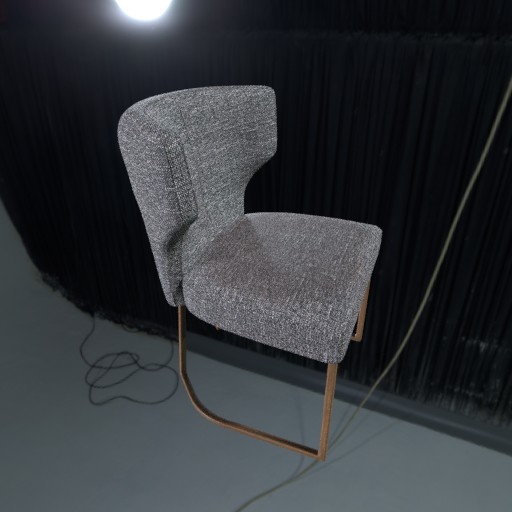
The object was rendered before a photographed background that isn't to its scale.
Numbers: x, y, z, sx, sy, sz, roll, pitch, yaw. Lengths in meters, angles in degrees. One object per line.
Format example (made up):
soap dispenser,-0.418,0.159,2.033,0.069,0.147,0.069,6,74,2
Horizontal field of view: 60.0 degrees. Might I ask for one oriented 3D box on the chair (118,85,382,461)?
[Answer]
chair,0.000,0.000,1.236,0.617,0.824,0.611,11,32,19
